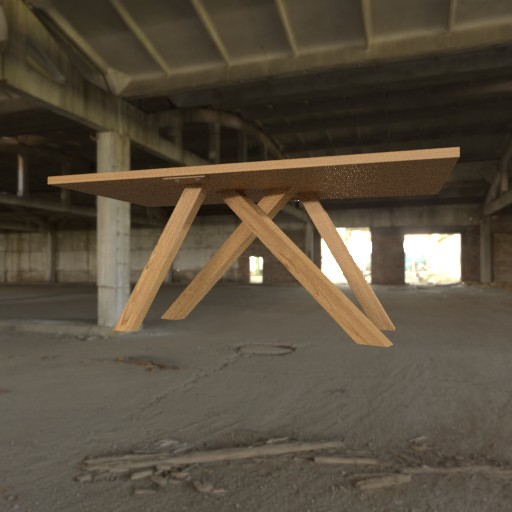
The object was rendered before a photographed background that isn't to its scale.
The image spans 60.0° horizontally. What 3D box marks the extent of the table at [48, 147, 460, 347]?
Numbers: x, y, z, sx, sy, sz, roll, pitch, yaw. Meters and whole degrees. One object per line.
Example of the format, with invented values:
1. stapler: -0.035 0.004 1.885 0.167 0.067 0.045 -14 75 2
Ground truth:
1. table: 0.000 0.000 2.262 1.797 0.750 0.901 0 -1 18
